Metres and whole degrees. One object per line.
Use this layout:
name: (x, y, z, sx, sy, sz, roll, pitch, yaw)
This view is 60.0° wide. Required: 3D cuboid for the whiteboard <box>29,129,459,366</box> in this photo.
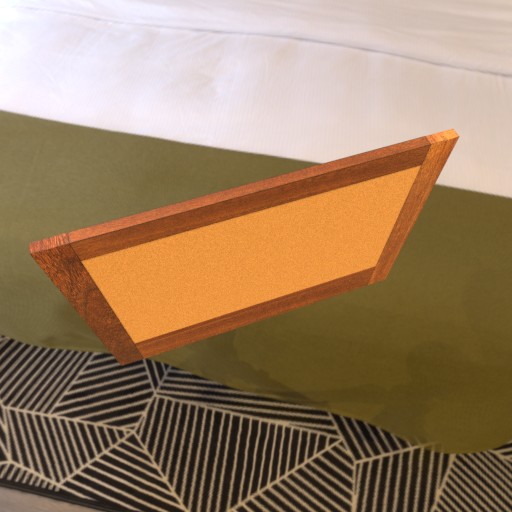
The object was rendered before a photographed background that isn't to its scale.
whiteboard: (0.000, 0.000, 1.022, 0.783, 0.559, 0.083, -17, 60, -10)
